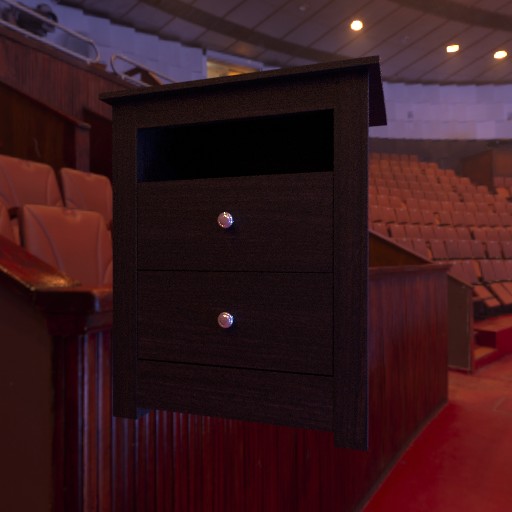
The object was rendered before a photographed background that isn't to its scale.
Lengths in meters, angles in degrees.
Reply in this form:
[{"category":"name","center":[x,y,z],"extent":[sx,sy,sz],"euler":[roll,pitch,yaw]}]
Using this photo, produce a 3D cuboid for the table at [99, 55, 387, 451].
[{"category":"table","center":[0.000,0.000,1.065],"extent":[0.591,0.711,0.406],"euler":[0,0,18]}]
